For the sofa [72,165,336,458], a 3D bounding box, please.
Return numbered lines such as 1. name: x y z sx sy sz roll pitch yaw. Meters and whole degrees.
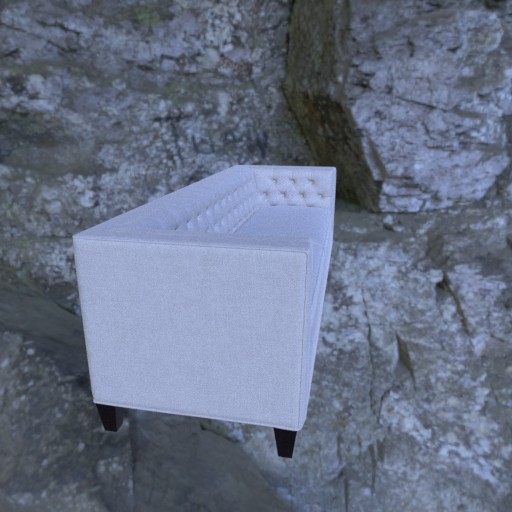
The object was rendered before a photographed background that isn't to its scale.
1. sofa: 0.000 0.000 2.457 0.775 0.762 2.159 4 18 11
